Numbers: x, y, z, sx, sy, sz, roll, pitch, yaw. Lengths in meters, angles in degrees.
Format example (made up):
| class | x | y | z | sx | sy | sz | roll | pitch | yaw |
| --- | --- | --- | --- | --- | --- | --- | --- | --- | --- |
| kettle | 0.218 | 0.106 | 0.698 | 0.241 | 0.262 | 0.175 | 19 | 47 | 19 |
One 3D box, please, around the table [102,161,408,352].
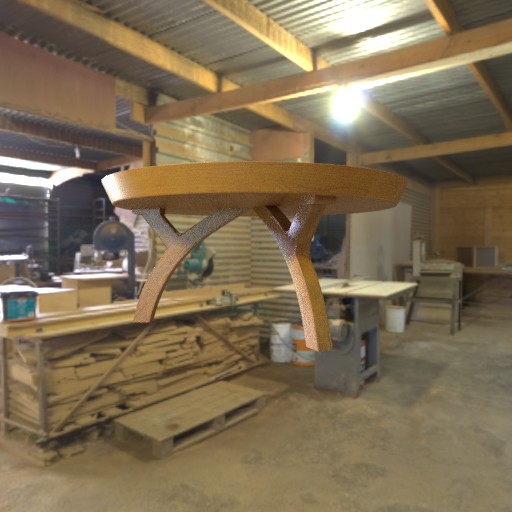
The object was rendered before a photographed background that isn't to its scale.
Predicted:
| class | x | y | z | sx | sy | sz | roll | pitch | yaw |
| --- | --- | --- | --- | --- | --- | --- | --- | --- | --- |
| table | 0.000 | 0.000 | 1.539 | 1.016 | 0.470 | 1.016 | 0 | 2 | 0 |
